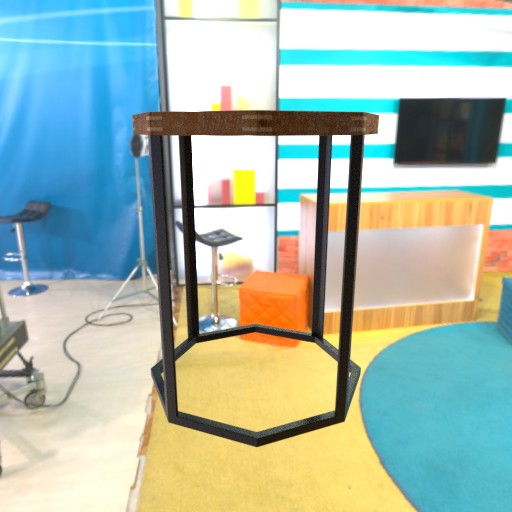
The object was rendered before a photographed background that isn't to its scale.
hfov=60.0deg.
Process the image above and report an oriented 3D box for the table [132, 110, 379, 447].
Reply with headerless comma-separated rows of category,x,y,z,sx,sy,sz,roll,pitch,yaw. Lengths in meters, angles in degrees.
table,0.000,0.000,0.896,0.458,0.543,0.458,15,22,42
